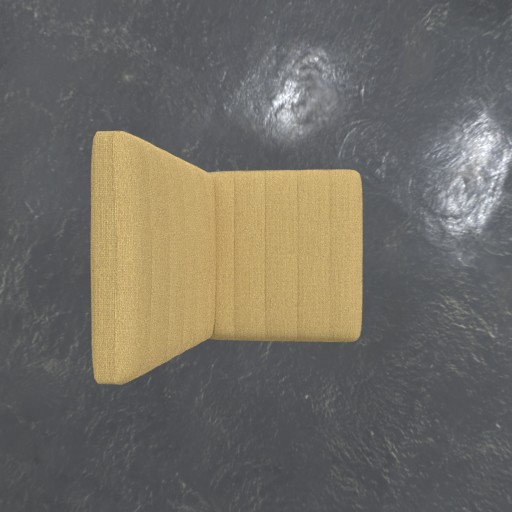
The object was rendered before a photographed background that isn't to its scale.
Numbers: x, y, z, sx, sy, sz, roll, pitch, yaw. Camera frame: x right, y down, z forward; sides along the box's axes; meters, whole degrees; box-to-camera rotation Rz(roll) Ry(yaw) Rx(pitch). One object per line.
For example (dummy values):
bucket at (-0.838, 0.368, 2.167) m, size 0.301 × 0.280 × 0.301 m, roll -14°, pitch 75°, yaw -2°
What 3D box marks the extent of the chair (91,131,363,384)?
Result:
chair at (0.000, 0.000, 1.315) m, size 0.634 × 0.930 × 0.520 m, roll 0°, pitch 91°, yaw 2°
